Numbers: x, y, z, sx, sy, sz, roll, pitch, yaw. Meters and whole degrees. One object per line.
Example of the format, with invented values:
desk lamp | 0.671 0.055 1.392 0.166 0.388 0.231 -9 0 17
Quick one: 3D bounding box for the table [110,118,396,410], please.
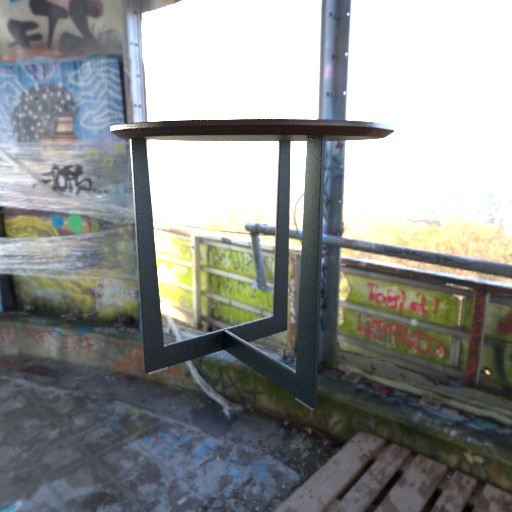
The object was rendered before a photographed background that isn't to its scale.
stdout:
table | 0.000 0.000 0.858 0.494 0.476 0.477 12 18 42
